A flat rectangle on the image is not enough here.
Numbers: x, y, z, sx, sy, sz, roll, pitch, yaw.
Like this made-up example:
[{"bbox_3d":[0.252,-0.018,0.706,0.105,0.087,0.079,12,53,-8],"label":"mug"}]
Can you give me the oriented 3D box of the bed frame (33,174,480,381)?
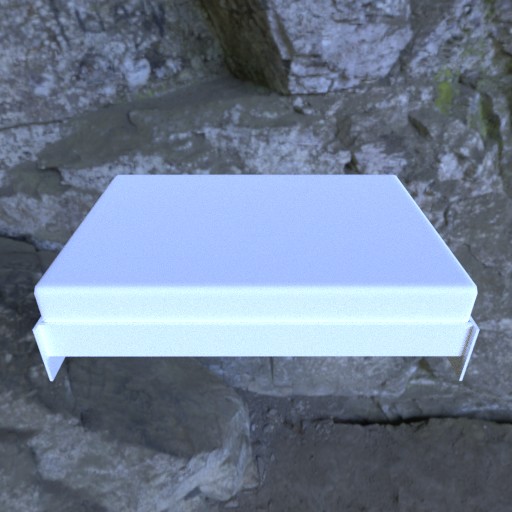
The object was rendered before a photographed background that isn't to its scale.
[{"bbox_3d":[0.000,0.000,2.579,1.945,0.497,1.445,0,32,0],"label":"bed frame"}]
